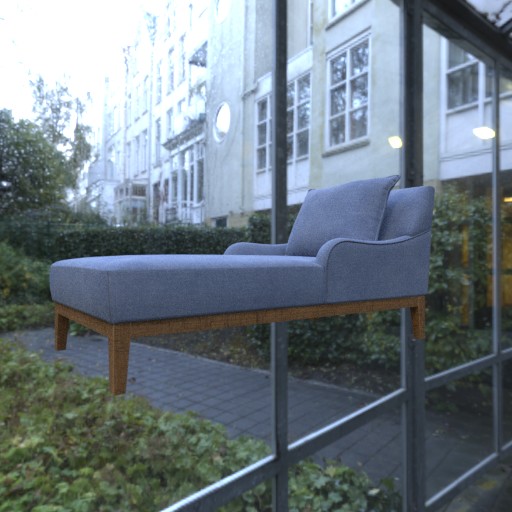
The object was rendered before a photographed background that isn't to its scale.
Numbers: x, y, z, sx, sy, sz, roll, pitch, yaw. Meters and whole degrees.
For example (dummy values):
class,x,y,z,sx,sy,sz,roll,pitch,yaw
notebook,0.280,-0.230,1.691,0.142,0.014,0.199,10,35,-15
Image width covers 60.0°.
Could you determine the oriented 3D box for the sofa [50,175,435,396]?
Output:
class,x,y,z,sx,sy,sz,roll,pitch,yaw
sofa,0.000,0.000,2.247,1.779,0.883,0.904,0,0,-36
